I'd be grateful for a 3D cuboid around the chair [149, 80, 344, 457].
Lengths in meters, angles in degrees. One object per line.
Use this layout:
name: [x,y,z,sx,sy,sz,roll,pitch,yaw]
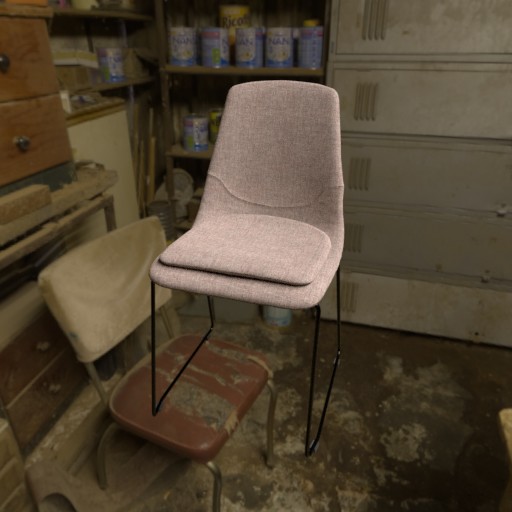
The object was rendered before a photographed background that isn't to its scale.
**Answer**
chair: [0.000,0.000,1.210,0.479,0.858,0.518,8,27,16]
